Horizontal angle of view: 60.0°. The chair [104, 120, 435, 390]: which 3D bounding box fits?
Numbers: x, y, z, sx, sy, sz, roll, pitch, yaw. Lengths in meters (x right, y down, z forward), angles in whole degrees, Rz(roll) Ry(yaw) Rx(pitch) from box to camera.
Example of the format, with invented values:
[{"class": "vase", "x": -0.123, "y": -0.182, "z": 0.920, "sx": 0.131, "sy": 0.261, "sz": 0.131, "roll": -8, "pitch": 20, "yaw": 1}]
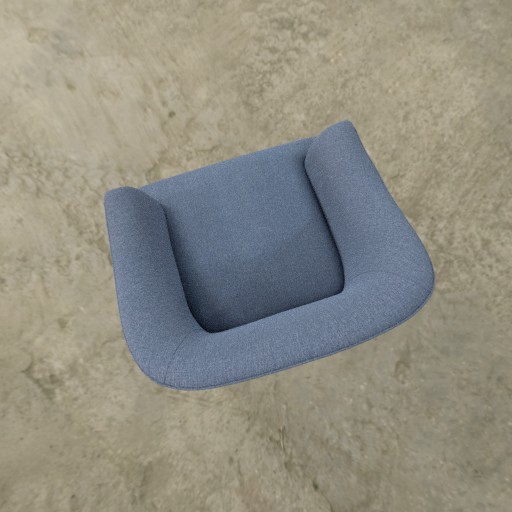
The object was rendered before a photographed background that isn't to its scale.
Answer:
[{"class": "chair", "x": 0.000, "y": 0.000, "z": 1.396, "sx": 0.772, "sy": 0.815, "sz": 0.704, "roll": -17, "pitch": 76, "yaw": -4}]
